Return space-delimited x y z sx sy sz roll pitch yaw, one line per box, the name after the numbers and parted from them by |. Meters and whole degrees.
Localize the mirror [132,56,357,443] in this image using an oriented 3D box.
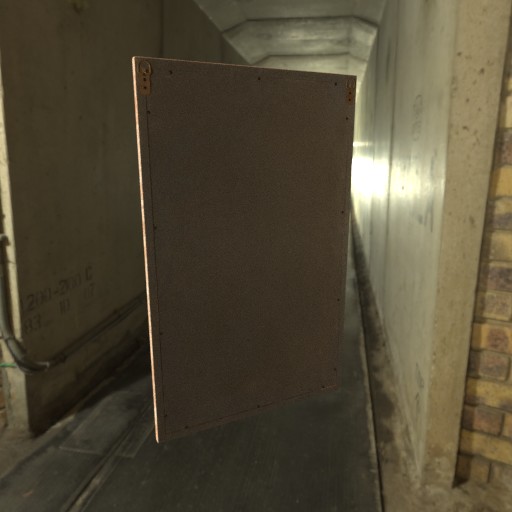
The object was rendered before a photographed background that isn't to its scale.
0.000 0.000 0.995 0.495 0.787 0.058 -7 16 -26 | mirror
